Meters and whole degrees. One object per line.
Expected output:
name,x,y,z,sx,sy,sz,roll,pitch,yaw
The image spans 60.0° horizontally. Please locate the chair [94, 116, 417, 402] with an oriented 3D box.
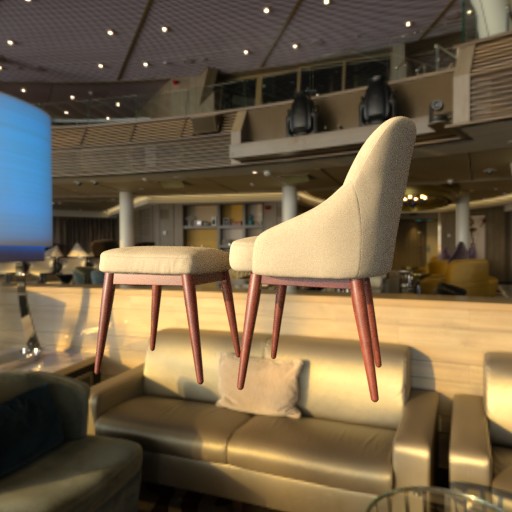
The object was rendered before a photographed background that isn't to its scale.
chair,0.000,0.000,1.642,1.114,0.866,0.584,0,1,17
